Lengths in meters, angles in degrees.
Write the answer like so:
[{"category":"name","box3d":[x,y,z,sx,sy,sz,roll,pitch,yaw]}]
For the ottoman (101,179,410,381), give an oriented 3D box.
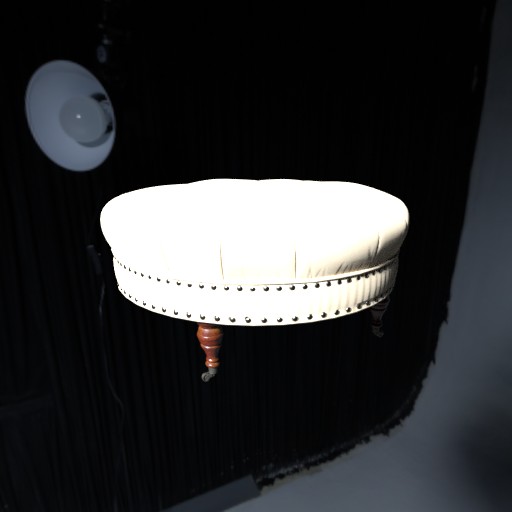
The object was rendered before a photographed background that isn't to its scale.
[{"category":"ottoman","box3d":[0.000,0.000,1.396,0.901,0.439,0.901,0,16,0]}]
